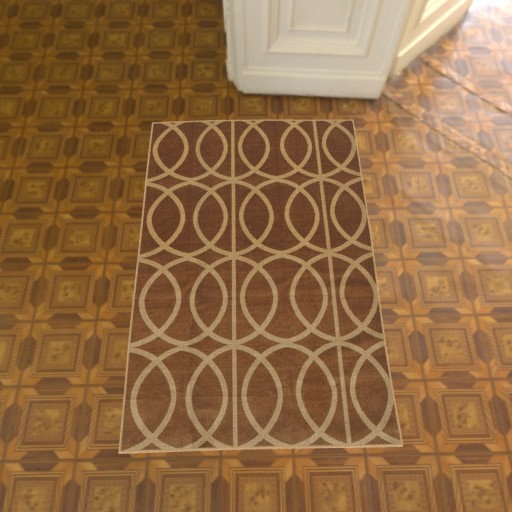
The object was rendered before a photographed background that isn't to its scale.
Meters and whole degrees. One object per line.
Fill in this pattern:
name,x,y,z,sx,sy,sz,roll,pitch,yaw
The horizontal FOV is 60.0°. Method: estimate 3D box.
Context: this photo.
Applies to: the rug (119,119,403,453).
rug,0.000,0.000,2.856,1.528,0.014,2.294,-1,64,-1
